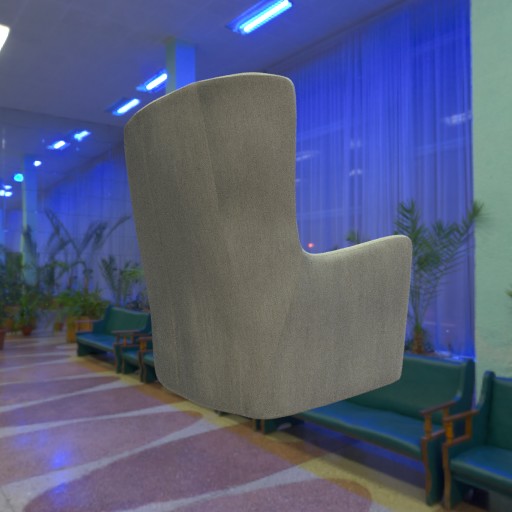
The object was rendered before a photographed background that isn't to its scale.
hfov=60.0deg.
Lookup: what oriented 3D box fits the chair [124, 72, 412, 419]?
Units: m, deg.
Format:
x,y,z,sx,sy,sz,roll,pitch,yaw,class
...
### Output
x,y,z,sx,sy,sz,roll,pitch,yaw,class
0.000,0.000,1.651,0.904,1.000,0.779,1,-1,-37,chair
